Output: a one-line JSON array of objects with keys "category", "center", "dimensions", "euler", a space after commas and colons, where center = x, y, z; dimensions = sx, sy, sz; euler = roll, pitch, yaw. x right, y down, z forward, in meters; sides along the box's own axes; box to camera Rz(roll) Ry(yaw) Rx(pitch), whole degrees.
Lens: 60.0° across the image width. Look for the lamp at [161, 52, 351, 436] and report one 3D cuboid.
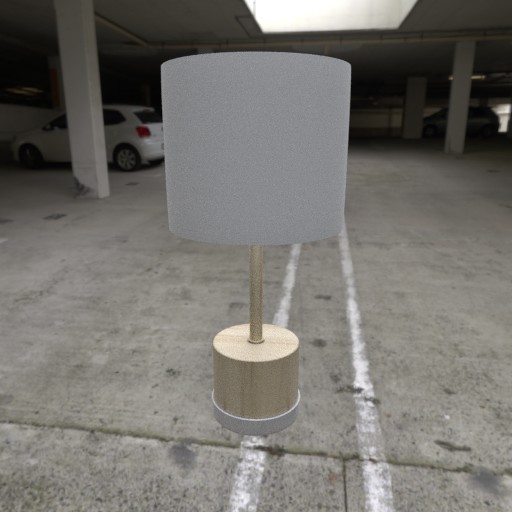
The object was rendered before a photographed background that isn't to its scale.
[{"category": "lamp", "center": [0.000, 0.000, 0.600], "dimensions": [0.229, 0.470, 0.229], "euler": [2, 15, 8]}]
